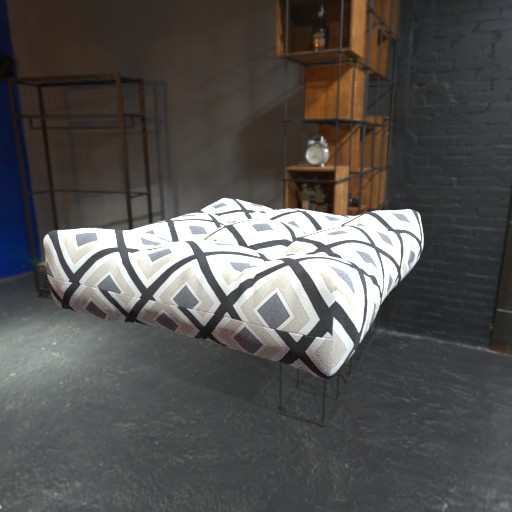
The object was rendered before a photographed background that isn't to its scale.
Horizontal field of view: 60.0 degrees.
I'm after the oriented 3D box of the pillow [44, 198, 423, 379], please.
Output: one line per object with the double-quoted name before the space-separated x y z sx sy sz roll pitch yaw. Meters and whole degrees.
"pillow" 0.000 0.000 0.739 0.468 0.128 0.490 8 17 28
